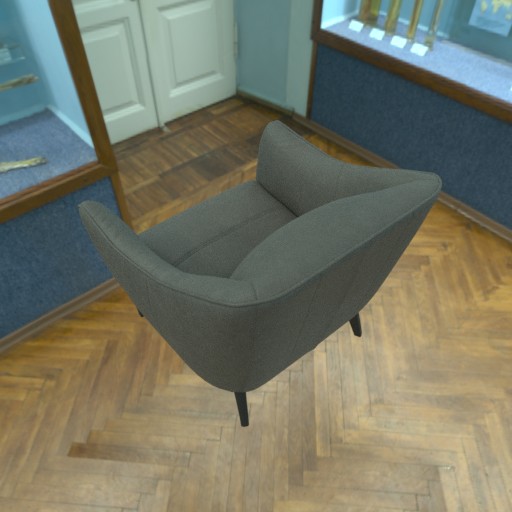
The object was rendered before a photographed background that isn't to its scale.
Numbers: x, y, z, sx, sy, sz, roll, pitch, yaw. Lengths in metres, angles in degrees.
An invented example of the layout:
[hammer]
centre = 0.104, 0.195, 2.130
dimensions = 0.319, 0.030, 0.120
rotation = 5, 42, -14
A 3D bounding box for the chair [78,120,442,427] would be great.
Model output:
[chair]
centre = 0.000, 0.000, 1.548
dimensions = 0.871, 0.830, 0.852
rotation = -30, 54, -26
